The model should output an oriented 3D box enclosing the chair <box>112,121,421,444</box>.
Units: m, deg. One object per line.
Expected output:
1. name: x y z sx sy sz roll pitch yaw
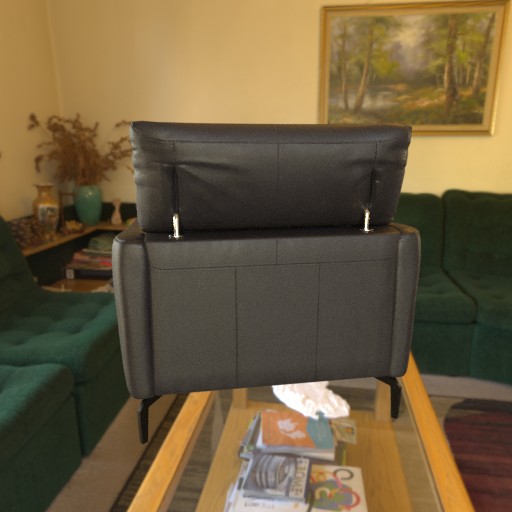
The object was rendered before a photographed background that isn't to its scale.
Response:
1. chair: 0.000 0.000 1.675 0.976 0.949 0.809 -2 15 -9
